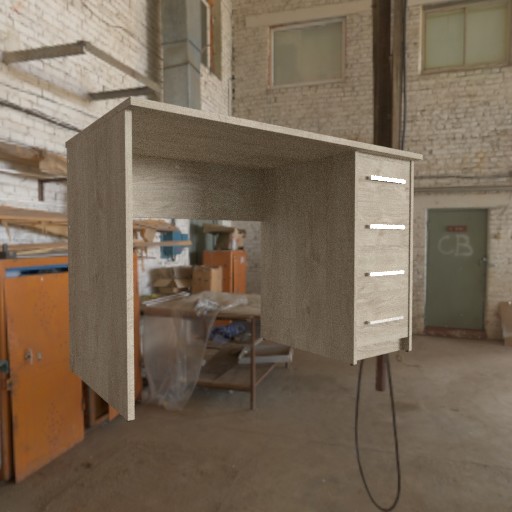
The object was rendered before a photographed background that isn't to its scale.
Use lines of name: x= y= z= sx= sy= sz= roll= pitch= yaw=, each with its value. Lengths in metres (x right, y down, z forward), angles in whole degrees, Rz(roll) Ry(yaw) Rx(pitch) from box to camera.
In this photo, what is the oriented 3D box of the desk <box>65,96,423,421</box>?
desk: x=0.000 y=0.000 z=1.521 sx=1.096 sy=0.730 sz=0.560 roll=-1 pitch=2 yaw=-37
